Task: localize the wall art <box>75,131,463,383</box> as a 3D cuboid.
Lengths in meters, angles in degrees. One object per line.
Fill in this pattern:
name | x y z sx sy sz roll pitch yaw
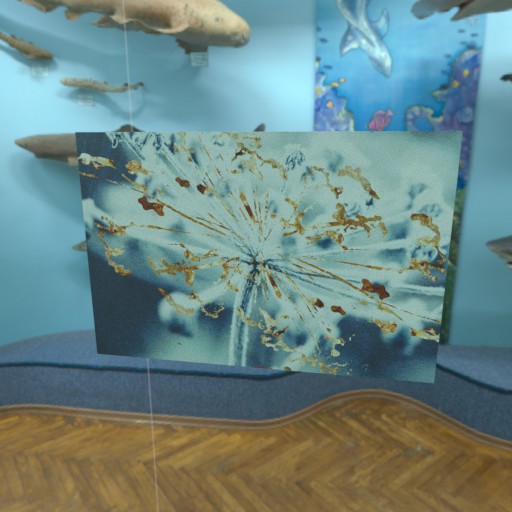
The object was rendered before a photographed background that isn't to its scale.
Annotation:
wall art | 0.000 0.000 1.127 0.912 0.608 0.038 3 15 10
